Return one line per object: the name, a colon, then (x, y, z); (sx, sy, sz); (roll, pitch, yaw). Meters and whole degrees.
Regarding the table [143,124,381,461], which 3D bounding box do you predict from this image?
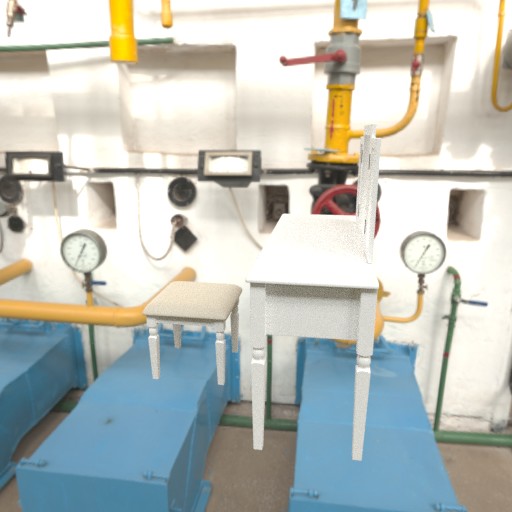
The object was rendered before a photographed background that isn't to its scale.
table: (0.000, 0.000, 2.312); (1.115, 1.310, 1.369); (2, 16, 9)
